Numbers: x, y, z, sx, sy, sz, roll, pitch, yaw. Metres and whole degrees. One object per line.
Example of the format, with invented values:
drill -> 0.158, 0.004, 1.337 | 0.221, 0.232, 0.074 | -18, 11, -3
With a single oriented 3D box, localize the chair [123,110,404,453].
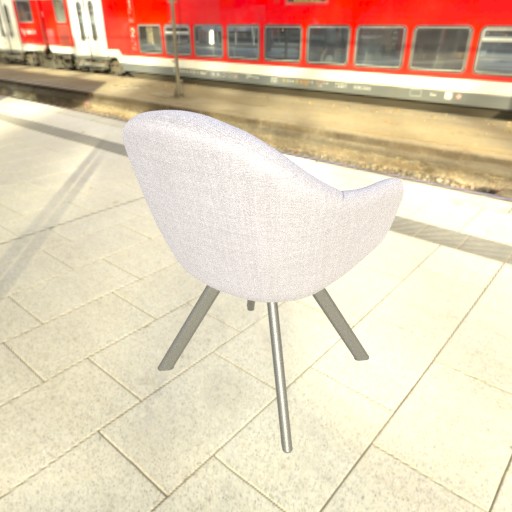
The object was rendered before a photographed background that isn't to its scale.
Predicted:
chair -> 0.000, 0.000, 1.164 | 0.590, 0.795, 0.550 | 20, 34, 33
